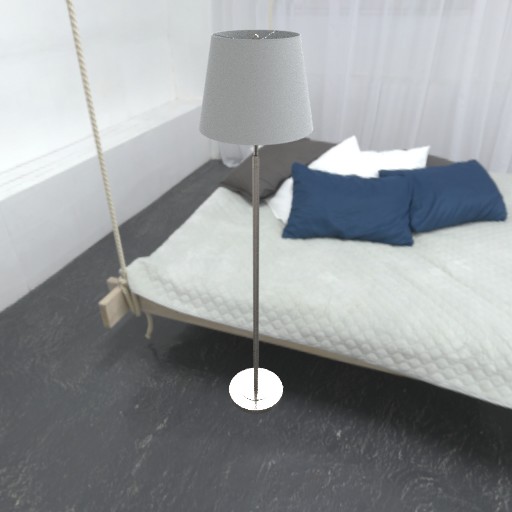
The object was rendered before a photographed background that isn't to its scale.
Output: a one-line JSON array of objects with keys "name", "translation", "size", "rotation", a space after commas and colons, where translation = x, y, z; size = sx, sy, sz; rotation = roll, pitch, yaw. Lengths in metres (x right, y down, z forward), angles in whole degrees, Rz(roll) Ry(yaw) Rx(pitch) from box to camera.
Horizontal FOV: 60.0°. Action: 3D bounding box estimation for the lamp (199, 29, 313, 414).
[{"name": "lamp", "translation": [0.000, 0.000, 1.638], "size": [0.355, 1.473, 0.355], "rotation": [0, 32, 0]}]
